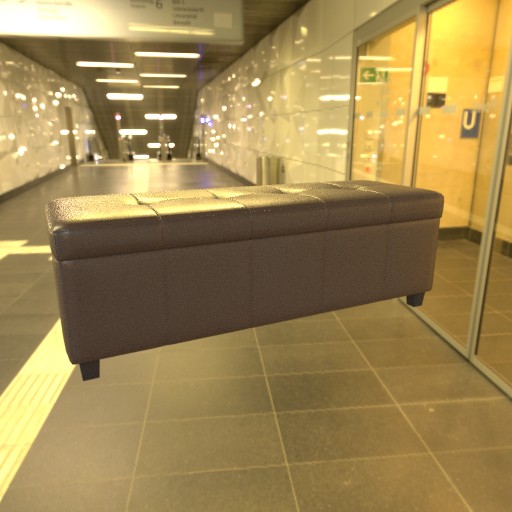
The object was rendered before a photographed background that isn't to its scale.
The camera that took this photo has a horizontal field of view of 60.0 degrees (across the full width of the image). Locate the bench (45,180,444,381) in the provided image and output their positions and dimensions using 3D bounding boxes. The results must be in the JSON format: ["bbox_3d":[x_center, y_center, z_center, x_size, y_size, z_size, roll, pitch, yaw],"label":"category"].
[{"bbox_3d":[0.000,0.000,1.460,1.219,0.417,0.450,-8,18,-25],"label":"bench"}]
